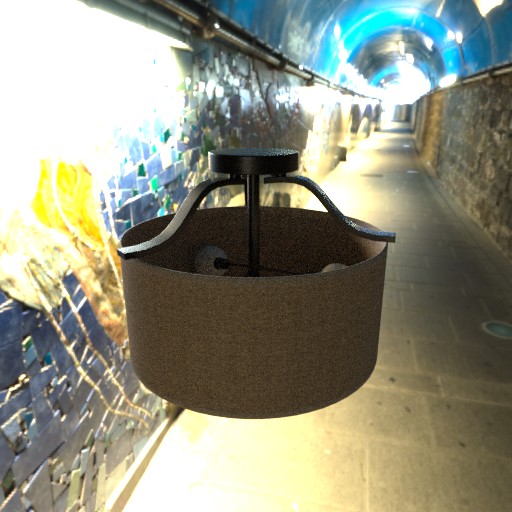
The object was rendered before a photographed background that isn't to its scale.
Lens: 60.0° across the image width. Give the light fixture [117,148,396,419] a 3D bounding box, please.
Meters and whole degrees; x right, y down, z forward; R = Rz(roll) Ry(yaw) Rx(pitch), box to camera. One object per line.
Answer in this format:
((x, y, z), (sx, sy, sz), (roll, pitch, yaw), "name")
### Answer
((0.000, 0.000, 0.664), (0.390, 0.306, 0.390), (0, 18, 0), "light fixture")
